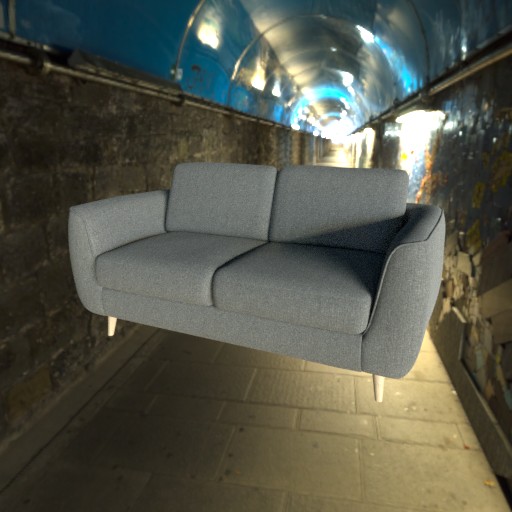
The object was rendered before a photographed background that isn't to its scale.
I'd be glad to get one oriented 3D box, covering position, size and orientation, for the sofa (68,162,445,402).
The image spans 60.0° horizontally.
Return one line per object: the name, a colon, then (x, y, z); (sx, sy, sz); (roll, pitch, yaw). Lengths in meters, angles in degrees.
sofa: (0.000, 0.000, 2.205); (1.700, 0.870, 0.920); (7, 16, 25)
